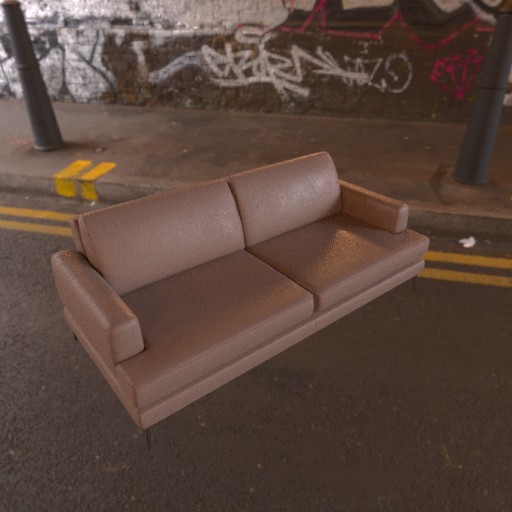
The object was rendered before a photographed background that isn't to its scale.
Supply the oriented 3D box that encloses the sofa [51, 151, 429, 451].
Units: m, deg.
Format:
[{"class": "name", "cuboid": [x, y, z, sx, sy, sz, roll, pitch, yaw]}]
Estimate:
[{"class": "sofa", "cuboid": [0.000, 0.000, 2.463, 1.940, 0.765, 0.974, -22, 36, -33]}]
